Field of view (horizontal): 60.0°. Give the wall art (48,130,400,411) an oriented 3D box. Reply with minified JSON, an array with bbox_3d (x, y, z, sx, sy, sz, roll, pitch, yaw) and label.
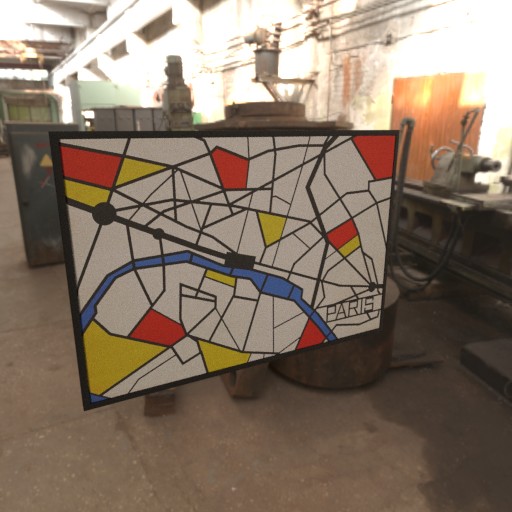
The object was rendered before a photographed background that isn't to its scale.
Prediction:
[{"bbox_3d":[0.000,0.000,0.841,0.664,0.458,0.013,-8,18,-26],"label":"wall art"}]
